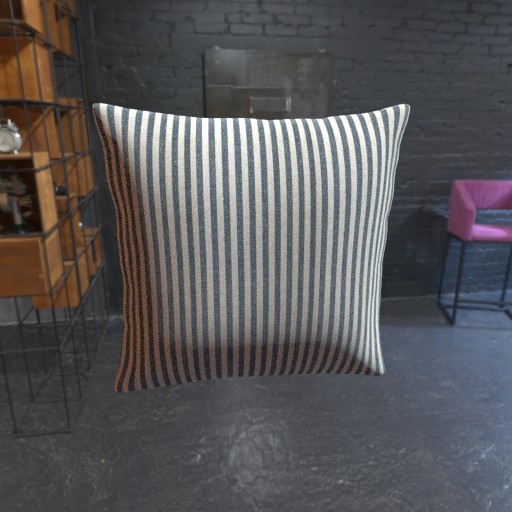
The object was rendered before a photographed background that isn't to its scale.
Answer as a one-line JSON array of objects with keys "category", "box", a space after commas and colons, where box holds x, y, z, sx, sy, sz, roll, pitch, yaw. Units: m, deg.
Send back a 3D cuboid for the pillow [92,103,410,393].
[{"category": "pillow", "box": [0.000, 0.000, 0.782, 0.523, 0.510, 0.166, -2, 17, -7]}]
